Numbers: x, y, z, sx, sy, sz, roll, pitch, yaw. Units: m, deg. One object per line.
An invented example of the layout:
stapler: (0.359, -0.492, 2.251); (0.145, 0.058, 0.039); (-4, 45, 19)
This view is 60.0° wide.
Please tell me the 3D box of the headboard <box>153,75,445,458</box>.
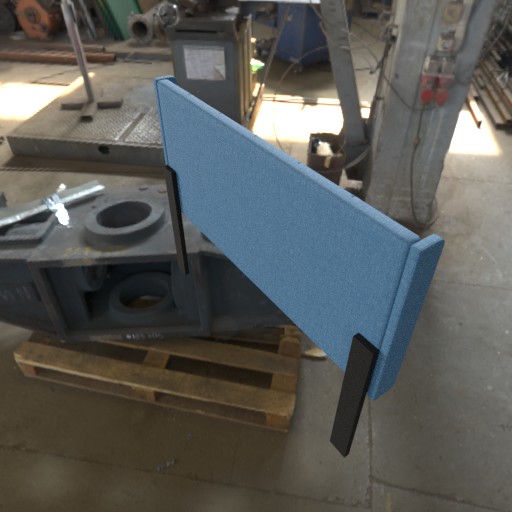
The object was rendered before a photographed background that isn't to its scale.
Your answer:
headboard: (0.000, 0.000, 2.634); (0.184, 1.524, 2.051); (-25, 47, -26)
